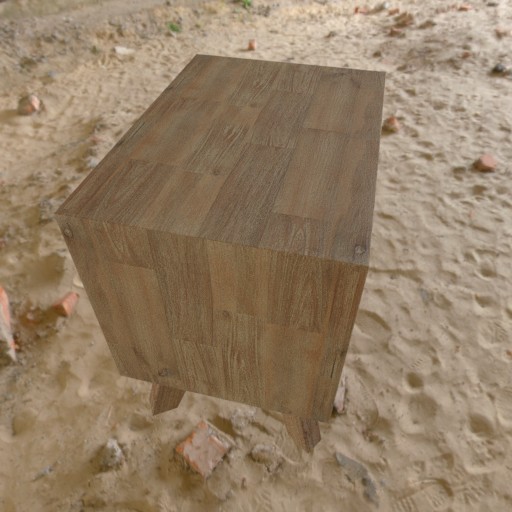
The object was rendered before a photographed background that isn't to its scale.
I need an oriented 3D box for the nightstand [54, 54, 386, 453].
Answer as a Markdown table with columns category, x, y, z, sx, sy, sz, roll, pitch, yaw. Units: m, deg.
| category | x | y | z | sx | sy | sz | roll | pitch | yaw |
| --- | --- | --- | --- | --- | --- | --- | --- | --- | --- |
| nightstand | 0.000 | 0.000 | 0.927 | 0.396 | 0.589 | 0.552 | 10 | 46 | 10 |
